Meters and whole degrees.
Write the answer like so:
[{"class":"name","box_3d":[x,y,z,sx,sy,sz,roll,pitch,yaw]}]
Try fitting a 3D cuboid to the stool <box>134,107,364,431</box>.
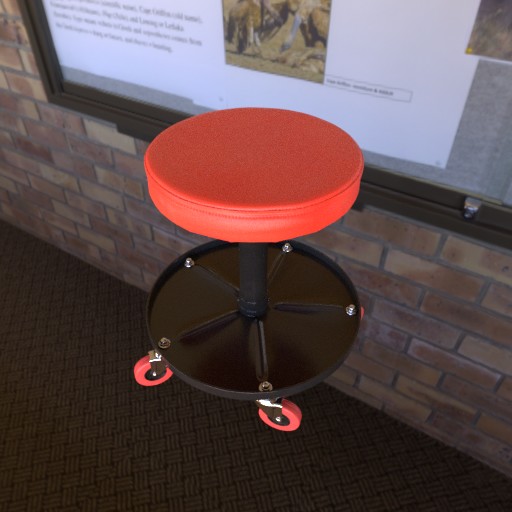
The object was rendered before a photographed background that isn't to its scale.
[{"class":"stool","box_3d":[0.000,0.000,0.675,0.381,0.365,0.382,0,41,0]}]
